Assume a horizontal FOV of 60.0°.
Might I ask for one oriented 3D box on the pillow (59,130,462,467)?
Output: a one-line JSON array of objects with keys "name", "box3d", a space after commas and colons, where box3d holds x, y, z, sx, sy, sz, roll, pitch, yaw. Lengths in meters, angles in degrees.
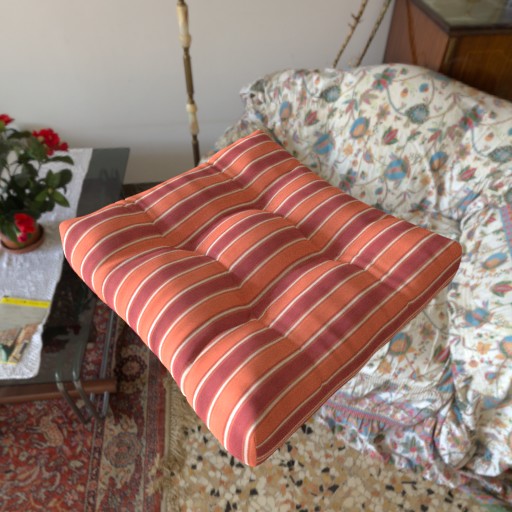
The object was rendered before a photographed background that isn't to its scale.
[{"name": "pillow", "box3d": [0.000, 0.000, 0.730, 0.468, 0.133, 0.490, -33, 54, -28]}]
